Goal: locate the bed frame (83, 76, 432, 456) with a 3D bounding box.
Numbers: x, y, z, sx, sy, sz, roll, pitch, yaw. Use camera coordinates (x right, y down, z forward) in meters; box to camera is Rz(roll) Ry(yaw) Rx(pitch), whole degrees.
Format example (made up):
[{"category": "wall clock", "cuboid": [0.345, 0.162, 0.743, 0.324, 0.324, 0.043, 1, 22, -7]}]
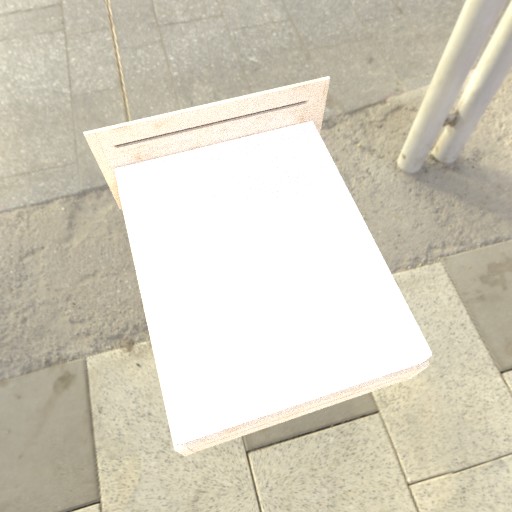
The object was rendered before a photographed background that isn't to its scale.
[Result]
[{"category": "bed frame", "cuboid": [0.000, 0.000, 3.076, 1.800, 0.900, 2.080, -16, 63, -8]}]
